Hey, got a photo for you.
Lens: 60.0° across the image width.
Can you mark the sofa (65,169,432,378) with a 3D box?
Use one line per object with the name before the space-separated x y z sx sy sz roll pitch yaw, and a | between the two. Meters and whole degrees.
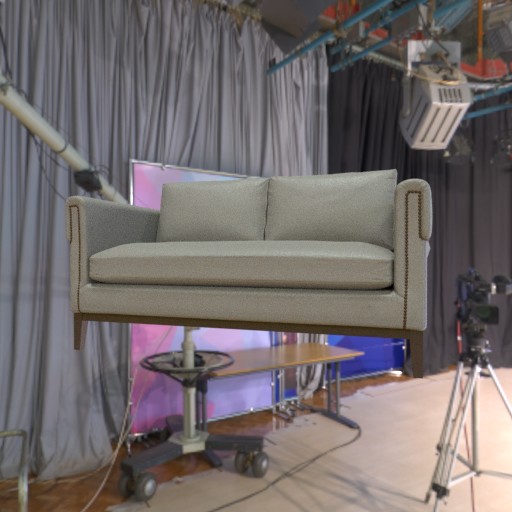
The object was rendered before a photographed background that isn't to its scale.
sofa | 0.000 0.000 2.205 1.598 0.873 0.899 0 0 18
